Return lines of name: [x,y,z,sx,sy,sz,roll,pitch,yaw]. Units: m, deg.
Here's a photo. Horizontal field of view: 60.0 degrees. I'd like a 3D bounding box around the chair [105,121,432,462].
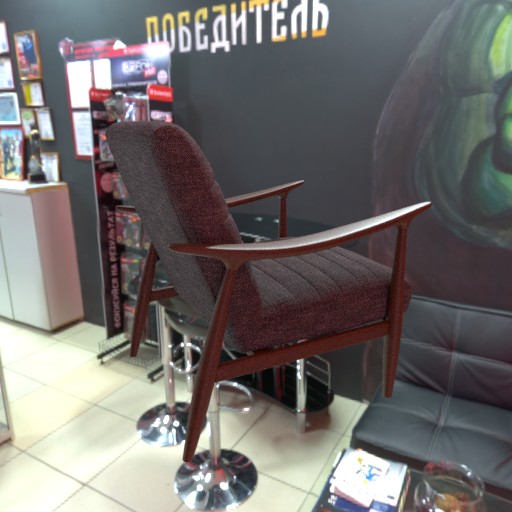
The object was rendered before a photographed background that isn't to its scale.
chair: [0.000,0.000,1.435,0.798,0.832,0.741,-8,18,-27]
